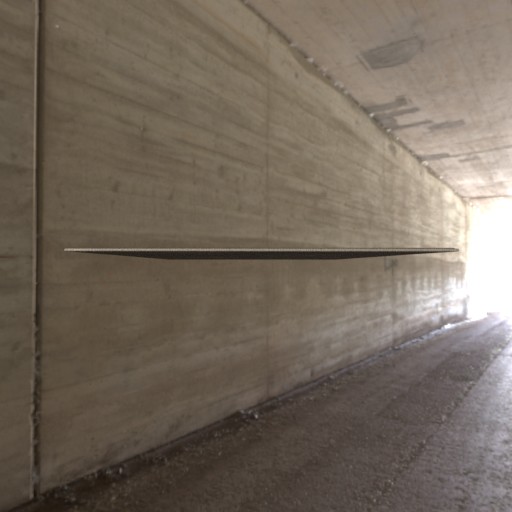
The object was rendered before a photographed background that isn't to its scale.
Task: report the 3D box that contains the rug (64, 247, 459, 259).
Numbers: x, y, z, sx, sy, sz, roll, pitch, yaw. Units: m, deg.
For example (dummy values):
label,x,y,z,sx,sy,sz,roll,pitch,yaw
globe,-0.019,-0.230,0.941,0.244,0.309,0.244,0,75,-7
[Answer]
label,x,y,z,sx,sy,sz,roll,pitch,yaw
rug,0.000,0.000,3.404,1.819,0.018,2.746,0,-1,-1
